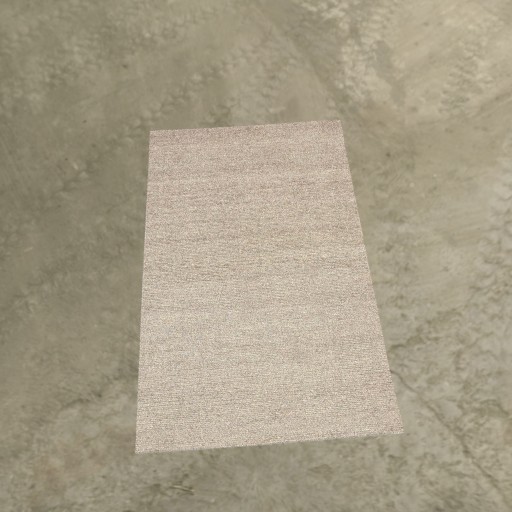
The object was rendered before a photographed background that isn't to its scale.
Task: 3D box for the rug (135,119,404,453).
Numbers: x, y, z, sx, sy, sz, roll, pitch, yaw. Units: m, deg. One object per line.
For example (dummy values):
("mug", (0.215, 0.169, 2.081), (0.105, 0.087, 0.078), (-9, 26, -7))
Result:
("rug", (0.000, 0.000, 2.281), (1.154, 0.021, 1.792), (-4, 64, -2))
